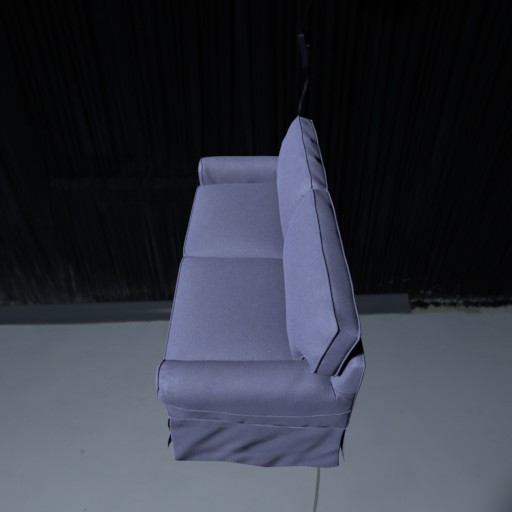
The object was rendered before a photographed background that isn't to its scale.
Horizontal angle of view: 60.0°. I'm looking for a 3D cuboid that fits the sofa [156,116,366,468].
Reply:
[{"bbox_3d":[0.000,0.000,2.905,0.983,1.094,2.256,0,40,0],"label":"sofa"}]
